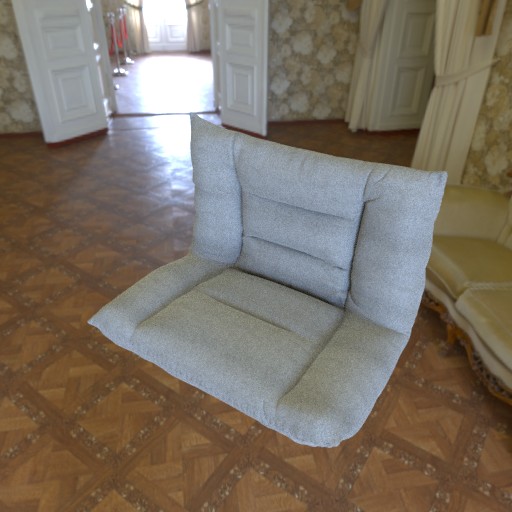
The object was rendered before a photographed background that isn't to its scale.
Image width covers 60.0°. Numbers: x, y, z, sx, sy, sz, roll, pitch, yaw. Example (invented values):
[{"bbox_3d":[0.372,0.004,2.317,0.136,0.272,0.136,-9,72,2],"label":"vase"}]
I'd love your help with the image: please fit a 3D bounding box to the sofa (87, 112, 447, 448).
[{"bbox_3d":[0.000,0.000,1.688,1.144,0.795,0.847,19,36,28],"label":"sofa"}]
